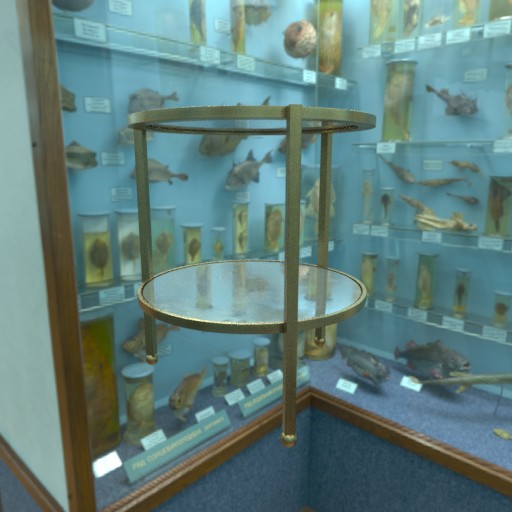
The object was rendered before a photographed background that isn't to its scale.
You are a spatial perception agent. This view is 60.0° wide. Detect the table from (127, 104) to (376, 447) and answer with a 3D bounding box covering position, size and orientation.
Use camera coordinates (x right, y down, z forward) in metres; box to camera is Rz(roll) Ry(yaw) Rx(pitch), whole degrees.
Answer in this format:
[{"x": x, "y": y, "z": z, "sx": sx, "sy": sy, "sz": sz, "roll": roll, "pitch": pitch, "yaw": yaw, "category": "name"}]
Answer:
[{"x": 0.000, "y": 0.000, "z": 0.458, "sx": 0.243, "sy": 0.269, "sz": 0.231, "roll": -12, "pitch": 17, "yaw": -43, "category": "table"}]
